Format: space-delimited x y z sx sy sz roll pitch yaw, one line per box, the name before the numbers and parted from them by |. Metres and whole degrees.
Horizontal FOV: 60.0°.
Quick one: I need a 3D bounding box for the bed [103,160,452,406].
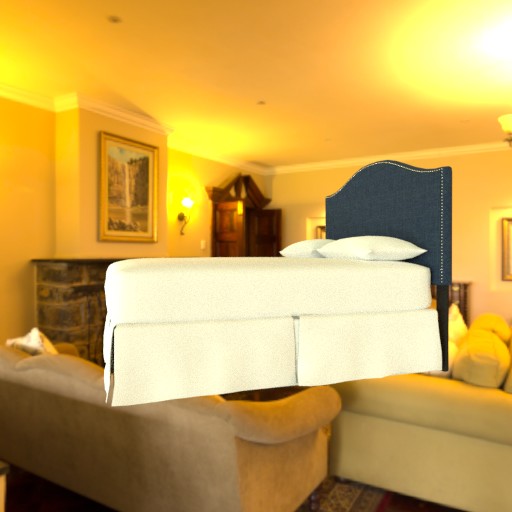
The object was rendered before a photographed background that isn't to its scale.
bed | 0.000 0.000 3.299 2.153 1.518 1.713 0 0 -19
